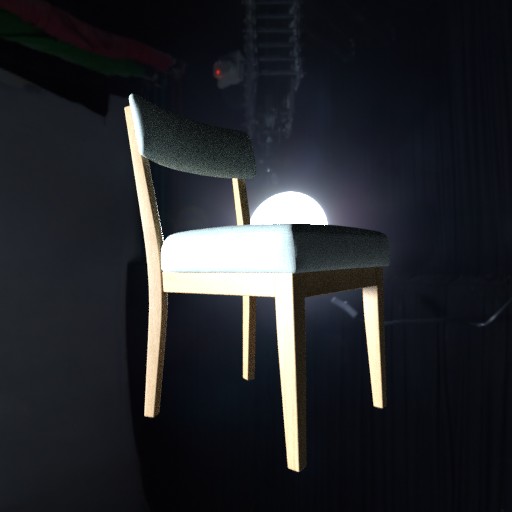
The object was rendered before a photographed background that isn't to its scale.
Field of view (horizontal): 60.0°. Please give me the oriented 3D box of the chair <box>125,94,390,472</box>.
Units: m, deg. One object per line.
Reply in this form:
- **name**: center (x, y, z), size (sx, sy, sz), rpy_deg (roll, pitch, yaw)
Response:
- **chair**: center (0.000, 0.000, 1.190), size (0.572, 0.832, 0.508), rpy_deg (1, 1, 37)
